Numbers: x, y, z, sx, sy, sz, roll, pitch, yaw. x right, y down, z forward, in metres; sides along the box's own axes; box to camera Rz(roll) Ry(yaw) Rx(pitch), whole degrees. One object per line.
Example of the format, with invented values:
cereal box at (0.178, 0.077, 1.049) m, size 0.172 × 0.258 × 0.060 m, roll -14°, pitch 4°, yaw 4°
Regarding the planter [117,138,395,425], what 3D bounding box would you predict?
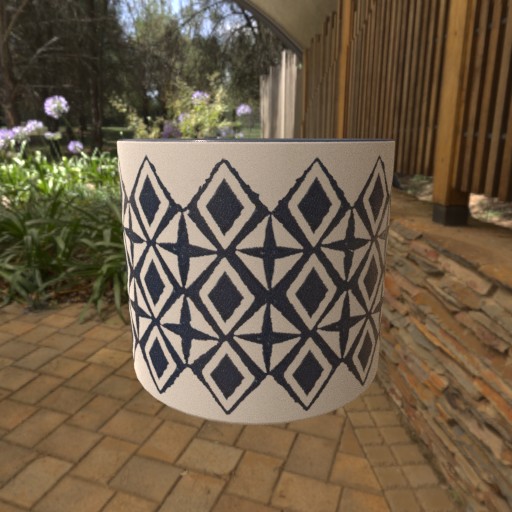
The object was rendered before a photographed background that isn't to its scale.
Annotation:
planter at (0.000, 0.000, 0.397) m, size 0.224 × 0.203 × 0.224 m, roll 0°, pitch 15°, yaw 0°
